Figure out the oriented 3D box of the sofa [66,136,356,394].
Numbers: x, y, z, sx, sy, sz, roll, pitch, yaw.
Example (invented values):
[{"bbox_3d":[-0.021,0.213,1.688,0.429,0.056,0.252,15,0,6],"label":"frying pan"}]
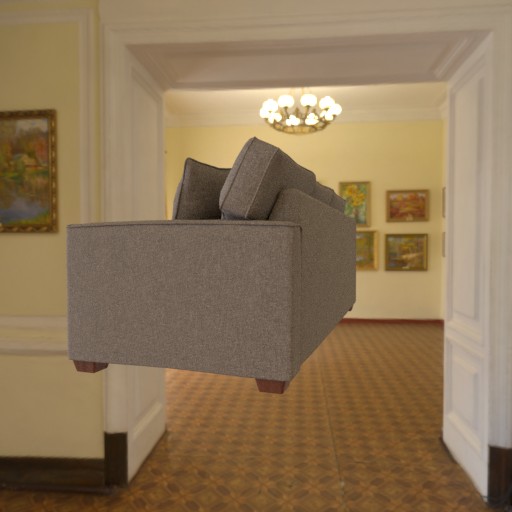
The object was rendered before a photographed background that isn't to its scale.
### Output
[{"bbox_3d":[0.000,0.000,2.833,1.061,0.962,2.317,0,1,19],"label":"sofa"}]
